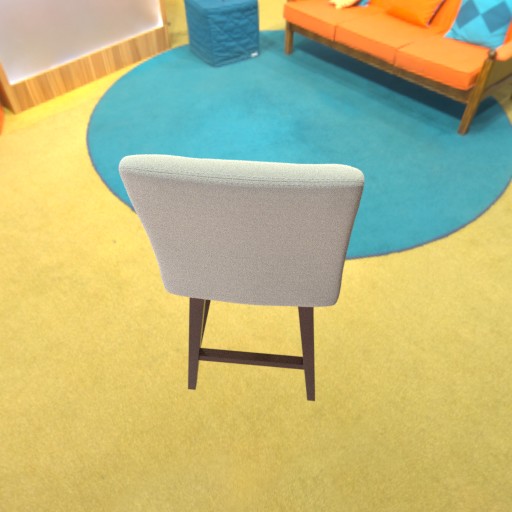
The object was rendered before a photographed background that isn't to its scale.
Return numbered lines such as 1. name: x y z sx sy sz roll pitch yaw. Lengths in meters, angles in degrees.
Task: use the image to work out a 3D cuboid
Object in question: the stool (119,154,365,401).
1. stool: 0.000 0.000 1.292 0.483 0.991 0.559 4 47 4
